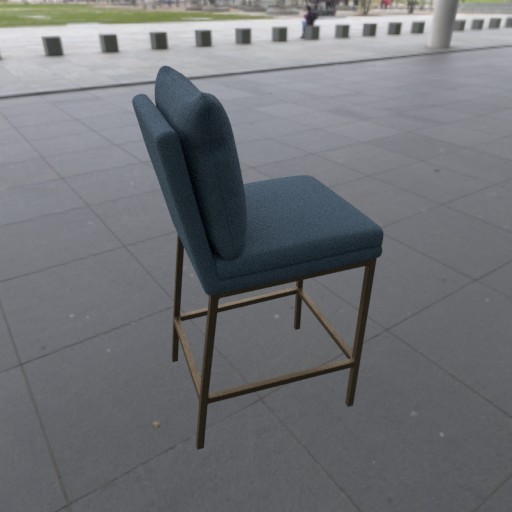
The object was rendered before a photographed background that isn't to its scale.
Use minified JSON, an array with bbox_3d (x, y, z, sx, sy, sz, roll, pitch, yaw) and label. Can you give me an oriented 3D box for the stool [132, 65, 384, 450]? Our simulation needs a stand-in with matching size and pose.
[{"bbox_3d":[0.000,0.000,1.336,0.568,1.032,0.463,-10,32,-17],"label":"stool"}]
